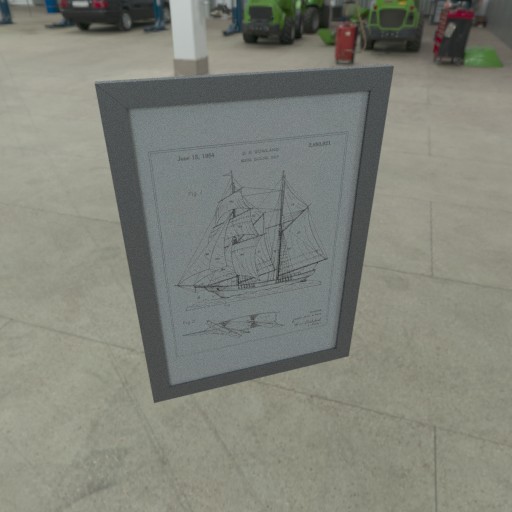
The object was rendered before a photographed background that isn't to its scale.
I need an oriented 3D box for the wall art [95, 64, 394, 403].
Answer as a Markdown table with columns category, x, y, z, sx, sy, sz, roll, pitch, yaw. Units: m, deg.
| category | x | y | z | sx | sy | sz | roll | pitch | yaw |
| --- | --- | --- | --- | --- | --- | --- | --- | --- | --- |
| wall art | 0.000 | 0.000 | 0.688 | 0.380 | 0.534 | 0.013 | -10 | 34 | -15 |
